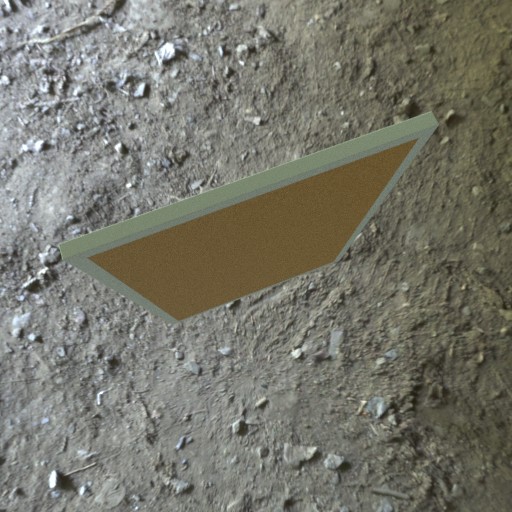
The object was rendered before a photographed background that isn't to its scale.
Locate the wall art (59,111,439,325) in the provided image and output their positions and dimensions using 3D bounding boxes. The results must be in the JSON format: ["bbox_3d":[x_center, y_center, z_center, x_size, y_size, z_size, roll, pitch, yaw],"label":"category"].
[{"bbox_3d":[0.000,0.000,0.544,0.303,0.433,0.013,-21,76,-5],"label":"wall art"}]
